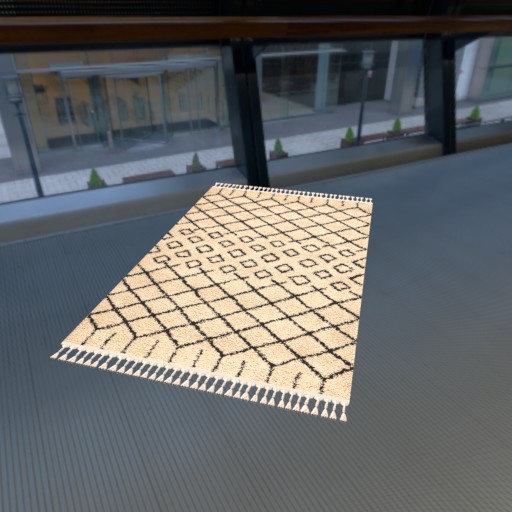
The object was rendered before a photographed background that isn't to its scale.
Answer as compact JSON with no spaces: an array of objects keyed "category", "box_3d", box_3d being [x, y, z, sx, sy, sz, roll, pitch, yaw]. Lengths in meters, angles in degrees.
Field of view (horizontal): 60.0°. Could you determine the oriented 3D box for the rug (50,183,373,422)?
[{"category":"rug","box_3d":[0.000,0.000,2.486,1.196,0.008,2.006,8,31,13]}]
